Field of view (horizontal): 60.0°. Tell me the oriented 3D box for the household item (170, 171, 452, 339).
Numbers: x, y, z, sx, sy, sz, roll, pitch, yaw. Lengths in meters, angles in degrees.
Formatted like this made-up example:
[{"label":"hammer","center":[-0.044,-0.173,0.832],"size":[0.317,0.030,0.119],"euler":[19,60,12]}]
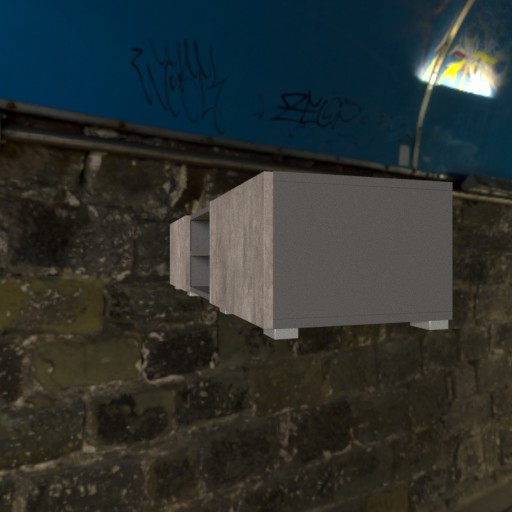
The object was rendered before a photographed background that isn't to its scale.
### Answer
[{"label":"household item","center":[0.000,0.000,1.537],"size":[0.420,0.310,1.400],"euler":[0,0,-18]}]
